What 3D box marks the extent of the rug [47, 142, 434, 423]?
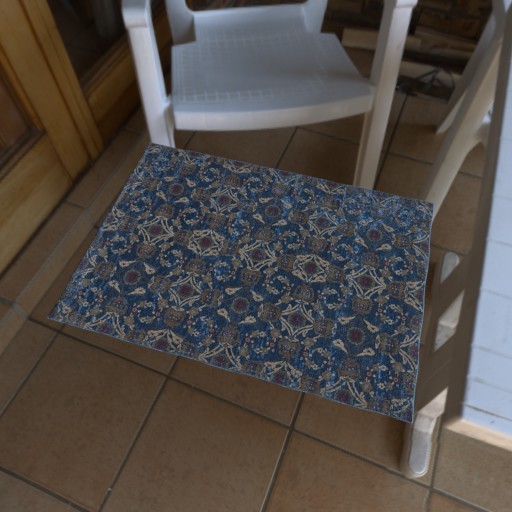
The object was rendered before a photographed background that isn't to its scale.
[{"bbox_3d":[0.000,0.000,2.942,2.207,0.014,1.567,14,59,8],"label":"rug"}]
